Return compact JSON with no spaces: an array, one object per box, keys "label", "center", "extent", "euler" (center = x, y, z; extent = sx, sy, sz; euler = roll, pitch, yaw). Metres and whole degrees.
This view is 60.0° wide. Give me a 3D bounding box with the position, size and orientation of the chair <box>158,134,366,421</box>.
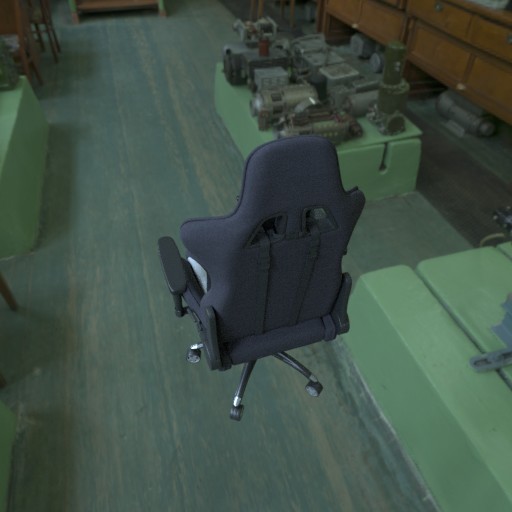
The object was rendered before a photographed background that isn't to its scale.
[{"label":"chair","center":[0.000,0.000,1.754],"extent":[0.730,1.300,0.695],"euler":[-13,44,-14]}]
